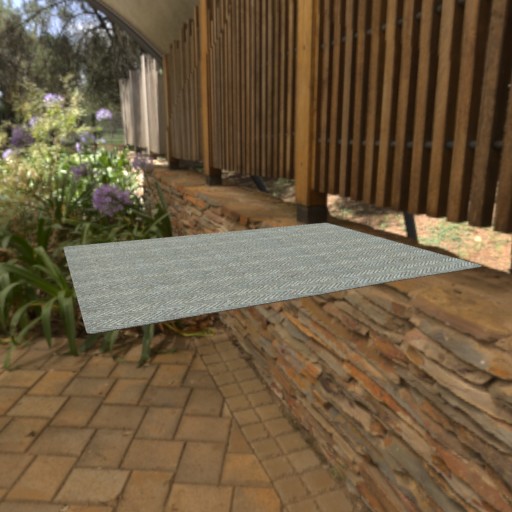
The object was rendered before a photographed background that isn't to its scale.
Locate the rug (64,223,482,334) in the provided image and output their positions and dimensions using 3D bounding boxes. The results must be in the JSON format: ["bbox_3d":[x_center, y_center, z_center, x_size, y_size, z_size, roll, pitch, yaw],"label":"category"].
[{"bbox_3d":[0.000,0.000,5.121,3.957,0.011,2.894,-7,16,-25],"label":"rug"}]
